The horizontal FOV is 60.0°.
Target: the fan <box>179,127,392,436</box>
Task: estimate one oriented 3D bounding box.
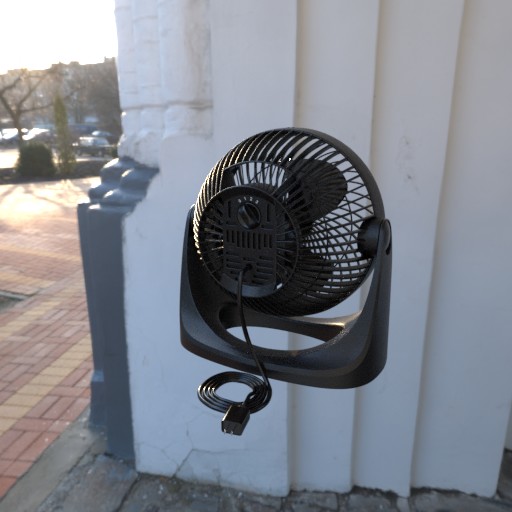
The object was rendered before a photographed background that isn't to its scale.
[{"bbox_3d":[0.000,0.000,0.493,0.273,0.277,0.256,8,17,26],"label":"fan"}]
